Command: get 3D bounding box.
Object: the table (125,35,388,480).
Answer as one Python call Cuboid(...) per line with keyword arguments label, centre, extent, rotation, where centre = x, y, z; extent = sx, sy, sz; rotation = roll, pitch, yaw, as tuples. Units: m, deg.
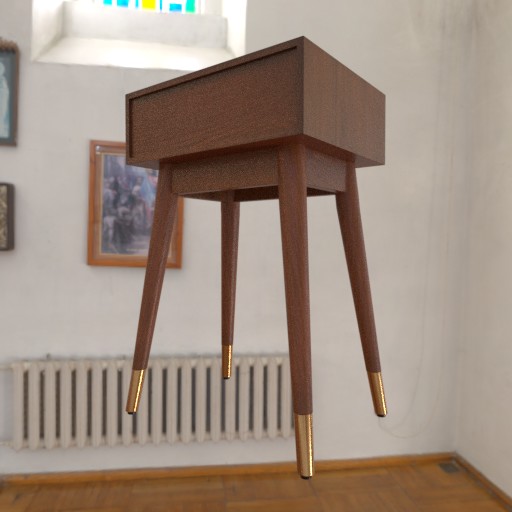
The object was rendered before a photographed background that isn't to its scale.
Cuboid(label="table", centre=(0.000, 0.000, 0.830), extent=(0.406, 0.599, 0.300), rotation=(1, 2, 37))
